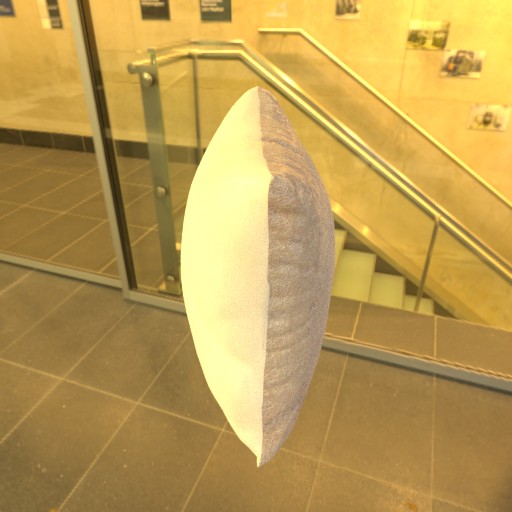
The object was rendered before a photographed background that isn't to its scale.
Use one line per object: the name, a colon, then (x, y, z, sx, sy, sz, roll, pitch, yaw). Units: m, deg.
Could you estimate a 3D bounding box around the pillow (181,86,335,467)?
pillow: (0.000, 0.000, 0.720, 0.245, 0.448, 0.450, 0, 31, 0)
